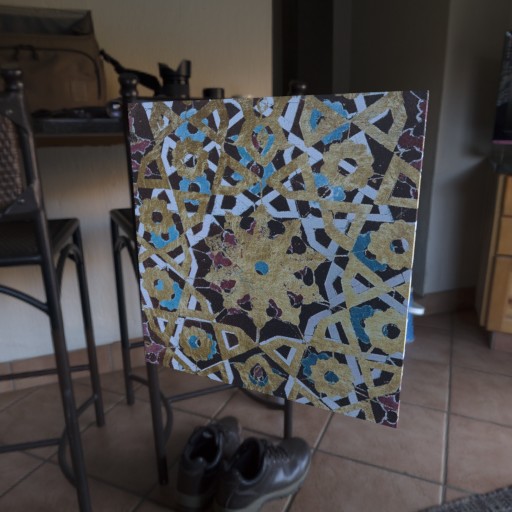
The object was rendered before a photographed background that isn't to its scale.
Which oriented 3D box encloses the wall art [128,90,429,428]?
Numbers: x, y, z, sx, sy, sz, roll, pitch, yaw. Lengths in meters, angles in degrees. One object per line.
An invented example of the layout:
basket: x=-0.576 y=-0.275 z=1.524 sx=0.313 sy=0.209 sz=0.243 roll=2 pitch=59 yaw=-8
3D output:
wall art: x=0.000 y=0.000 z=0.603 sx=0.404 sy=0.406 sz=0.010 roll=7 pitch=16 yaw=25
